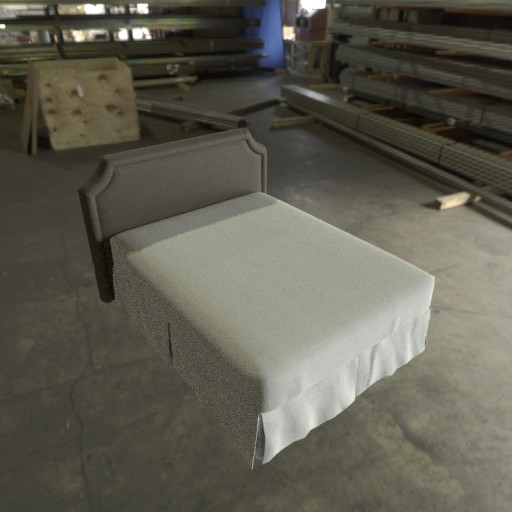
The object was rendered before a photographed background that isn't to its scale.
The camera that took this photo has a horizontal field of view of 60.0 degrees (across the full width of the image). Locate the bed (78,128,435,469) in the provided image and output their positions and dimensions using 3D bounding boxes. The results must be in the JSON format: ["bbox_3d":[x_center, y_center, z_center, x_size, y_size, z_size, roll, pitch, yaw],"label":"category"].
[{"bbox_3d":[0.000,0.000,3.367,1.831,1.297,2.181,-22,37,-32],"label":"bed"}]
